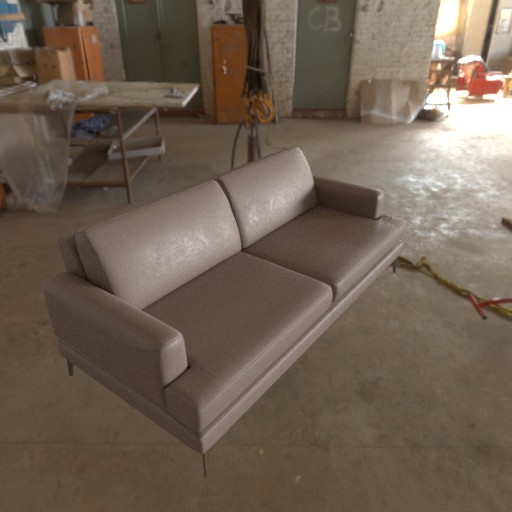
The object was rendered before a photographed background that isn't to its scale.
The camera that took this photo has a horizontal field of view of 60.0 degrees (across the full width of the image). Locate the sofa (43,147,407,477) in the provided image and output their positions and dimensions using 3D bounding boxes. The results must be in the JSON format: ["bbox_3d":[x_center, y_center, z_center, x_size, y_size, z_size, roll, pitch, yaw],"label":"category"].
[{"bbox_3d":[0.000,0.000,2.384,0.974,0.765,1.940,20,34,32],"label":"sofa"}]
